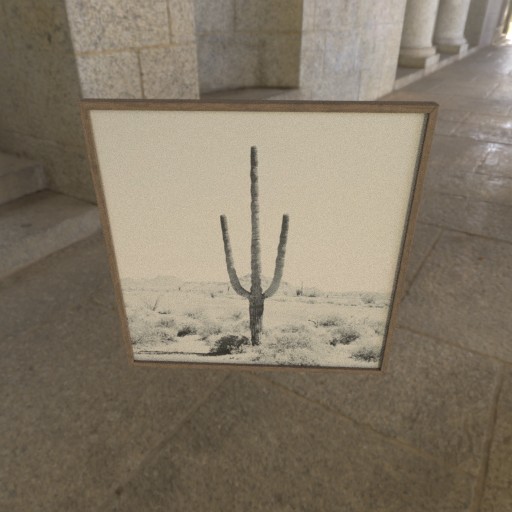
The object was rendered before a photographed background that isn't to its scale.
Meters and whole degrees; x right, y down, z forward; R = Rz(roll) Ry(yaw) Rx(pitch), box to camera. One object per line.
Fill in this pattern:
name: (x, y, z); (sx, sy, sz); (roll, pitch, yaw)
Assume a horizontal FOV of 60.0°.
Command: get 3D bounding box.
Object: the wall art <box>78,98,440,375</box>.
wall art: (0.000, 0.000, 1.138); (0.762, 0.762, 0.038); (1, 30, 2)
